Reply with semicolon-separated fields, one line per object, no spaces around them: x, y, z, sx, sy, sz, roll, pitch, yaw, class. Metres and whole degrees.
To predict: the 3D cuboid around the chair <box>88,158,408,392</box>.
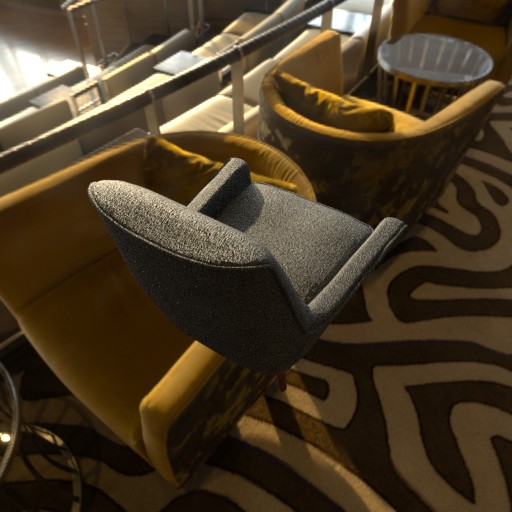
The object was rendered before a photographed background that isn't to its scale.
0.000;0.000;1.492;0.763;0.883;0.859;25;52;22;chair
